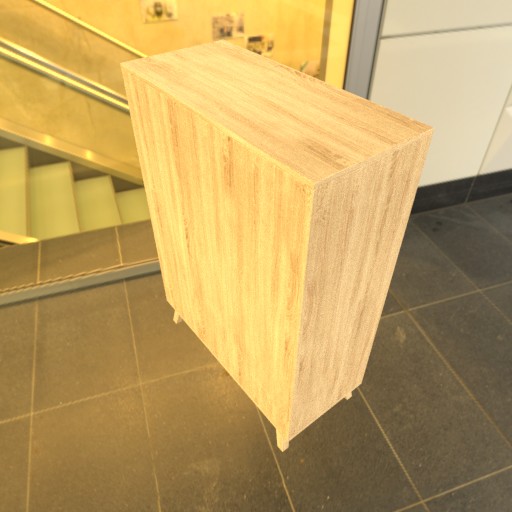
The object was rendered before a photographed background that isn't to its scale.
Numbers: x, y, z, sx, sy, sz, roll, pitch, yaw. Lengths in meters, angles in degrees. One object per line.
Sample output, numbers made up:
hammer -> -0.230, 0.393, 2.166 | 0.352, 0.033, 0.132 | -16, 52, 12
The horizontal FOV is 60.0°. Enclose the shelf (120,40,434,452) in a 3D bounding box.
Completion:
shelf -> 0.000, 0.000, 1.853 | 0.450, 1.390, 1.000 | -27, 49, -27
